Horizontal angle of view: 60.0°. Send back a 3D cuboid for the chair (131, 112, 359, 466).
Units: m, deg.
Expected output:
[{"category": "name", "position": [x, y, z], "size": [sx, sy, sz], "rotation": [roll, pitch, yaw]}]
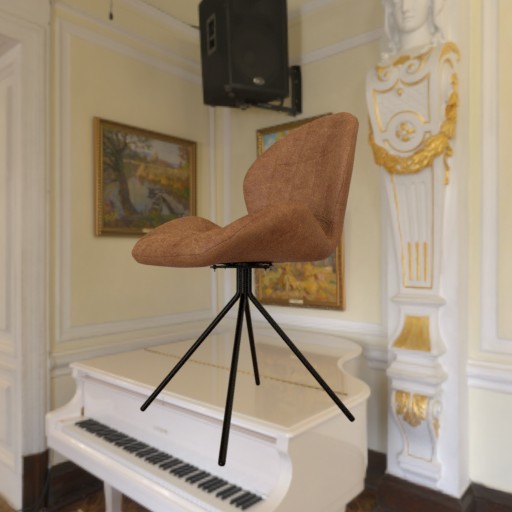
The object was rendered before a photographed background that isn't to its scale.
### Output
[{"category": "chair", "position": [0.000, 0.000, 1.307], "size": [0.640, 0.929, 0.527], "rotation": [0, 0, -37]}]
